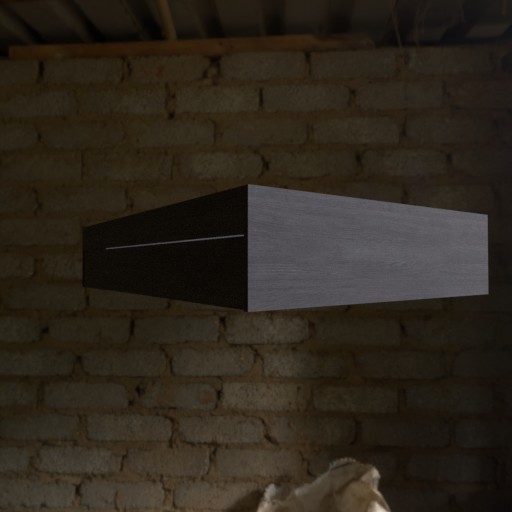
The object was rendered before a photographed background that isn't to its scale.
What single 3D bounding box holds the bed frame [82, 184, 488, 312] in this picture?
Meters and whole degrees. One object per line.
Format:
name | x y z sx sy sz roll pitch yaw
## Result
bed frame | 0.000 0.000 2.576 1.448 0.459 1.944 1 -1 -35
